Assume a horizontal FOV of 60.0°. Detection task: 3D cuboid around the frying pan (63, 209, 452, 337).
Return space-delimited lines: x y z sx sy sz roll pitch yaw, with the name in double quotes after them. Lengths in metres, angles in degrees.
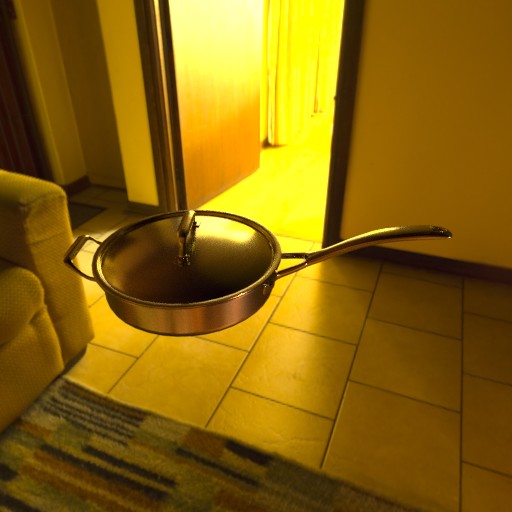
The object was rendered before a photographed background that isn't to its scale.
0.000 0.000 0.669 0.561 0.114 0.280 1 32 2 "frying pan"
